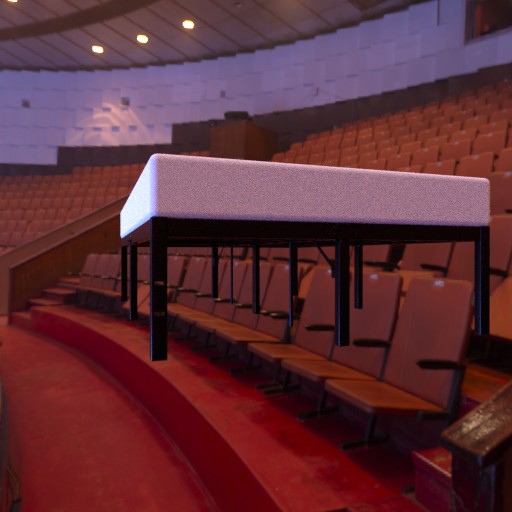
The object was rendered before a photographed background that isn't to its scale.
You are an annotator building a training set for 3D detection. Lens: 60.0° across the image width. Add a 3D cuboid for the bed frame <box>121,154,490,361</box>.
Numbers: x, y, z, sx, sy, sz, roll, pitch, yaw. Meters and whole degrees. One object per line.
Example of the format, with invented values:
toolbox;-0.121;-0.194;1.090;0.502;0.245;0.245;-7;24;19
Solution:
bed frame;0.000;0.000;2.540;1.408;0.659;1.956;0;0;-20
